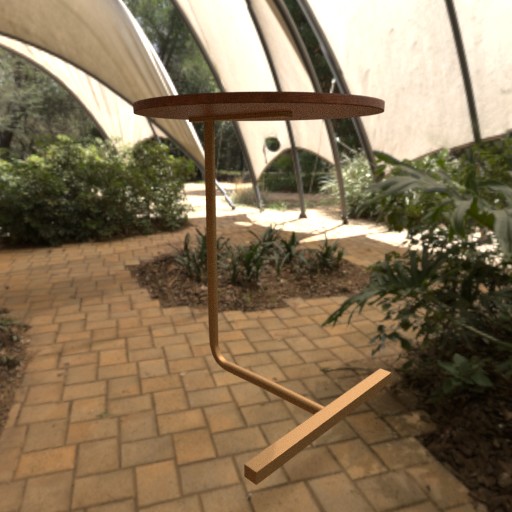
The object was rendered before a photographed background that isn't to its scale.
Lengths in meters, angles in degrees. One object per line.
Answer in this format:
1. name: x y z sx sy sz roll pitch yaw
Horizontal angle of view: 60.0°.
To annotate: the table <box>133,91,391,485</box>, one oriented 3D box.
1. table: 0.000 0.000 1.098 0.577 0.706 0.530 13 19 42
